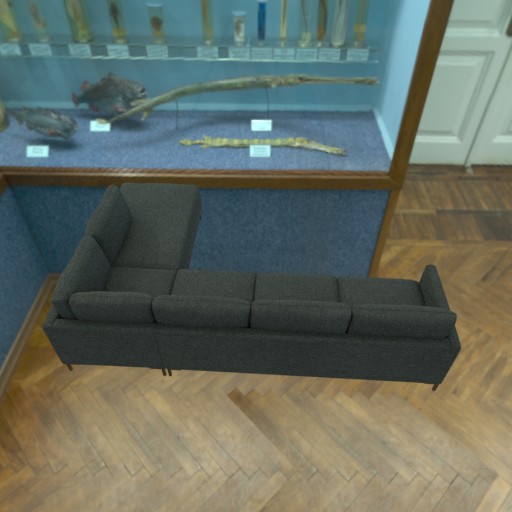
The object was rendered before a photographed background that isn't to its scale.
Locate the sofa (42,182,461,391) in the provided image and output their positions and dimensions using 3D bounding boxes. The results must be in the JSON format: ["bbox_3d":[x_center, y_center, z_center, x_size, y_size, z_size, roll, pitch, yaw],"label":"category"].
[{"bbox_3d":[0.000,0.000,3.876,2.949,0.815,2.007,2,45,3],"label":"sofa"}]
